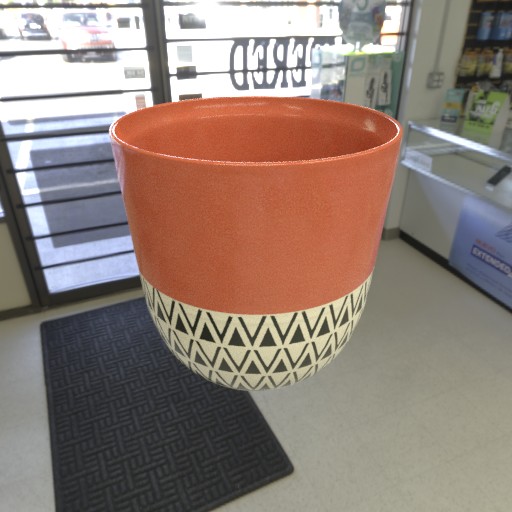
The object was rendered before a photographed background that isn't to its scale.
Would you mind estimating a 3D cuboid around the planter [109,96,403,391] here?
[{"bbox_3d":[0.000,0.000,0.357,0.195,0.214,0.195,0,29,0],"label":"planter"}]
